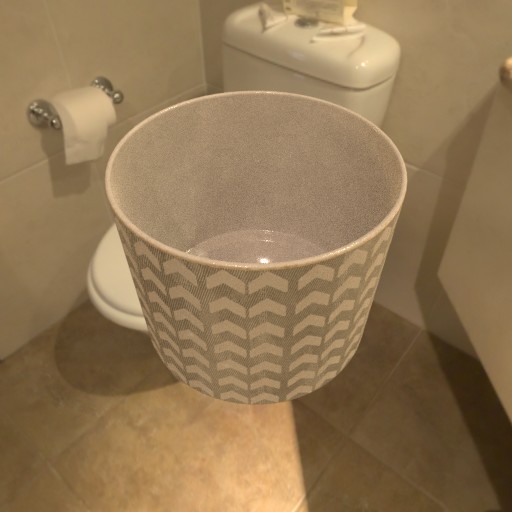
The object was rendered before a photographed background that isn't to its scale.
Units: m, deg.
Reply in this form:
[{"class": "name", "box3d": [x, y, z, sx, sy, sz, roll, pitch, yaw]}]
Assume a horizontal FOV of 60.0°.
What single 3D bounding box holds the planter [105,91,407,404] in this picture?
[{"class": "planter", "box3d": [0.000, 0.000, 0.461, 0.250, 0.239, 0.250, 0, 46, 0]}]
